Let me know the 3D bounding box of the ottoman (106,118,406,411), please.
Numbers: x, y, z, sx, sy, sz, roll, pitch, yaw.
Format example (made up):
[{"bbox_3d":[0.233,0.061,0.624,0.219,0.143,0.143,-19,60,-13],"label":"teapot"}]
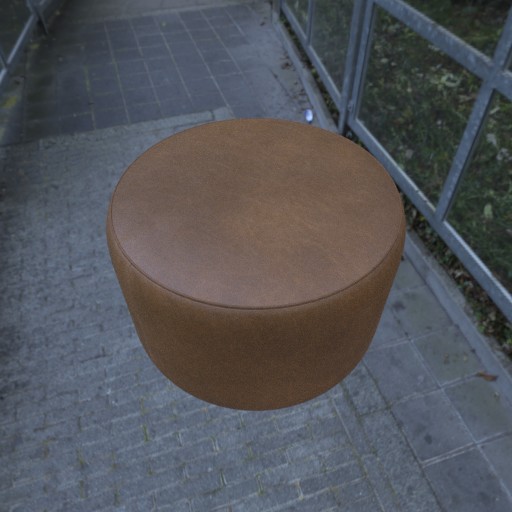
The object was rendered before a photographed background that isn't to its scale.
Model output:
[{"bbox_3d":[0.000,0.000,1.021,0.607,0.438,0.607,0,47,0],"label":"ottoman"}]
